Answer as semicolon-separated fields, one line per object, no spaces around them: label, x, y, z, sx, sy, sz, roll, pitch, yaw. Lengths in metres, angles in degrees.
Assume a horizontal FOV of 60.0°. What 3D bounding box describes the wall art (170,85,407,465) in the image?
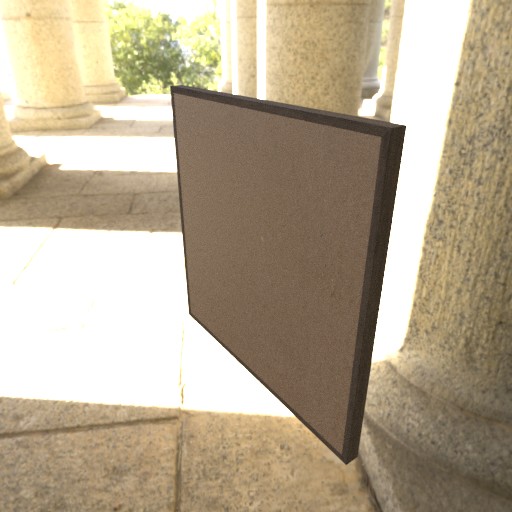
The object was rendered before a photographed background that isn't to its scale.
wall art;0.000;0.000;1.139;0.038;0.762;0.762;-18;32;-32
